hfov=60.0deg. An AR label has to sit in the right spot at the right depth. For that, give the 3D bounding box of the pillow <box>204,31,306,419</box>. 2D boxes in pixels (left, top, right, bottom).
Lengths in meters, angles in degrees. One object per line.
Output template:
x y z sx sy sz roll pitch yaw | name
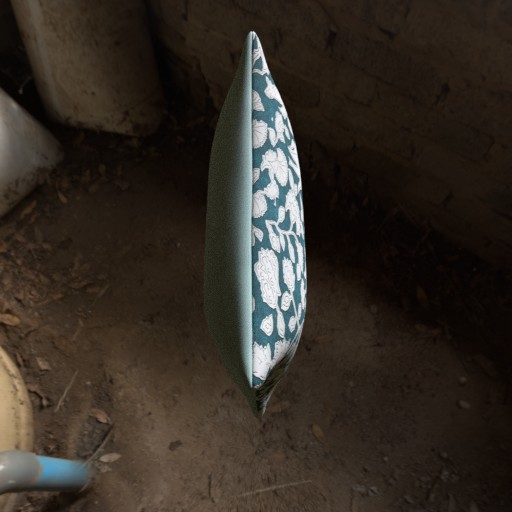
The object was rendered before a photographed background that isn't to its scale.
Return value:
0.000 0.000 0.799 0.166 0.508 0.525 0 67 0 | pillow
